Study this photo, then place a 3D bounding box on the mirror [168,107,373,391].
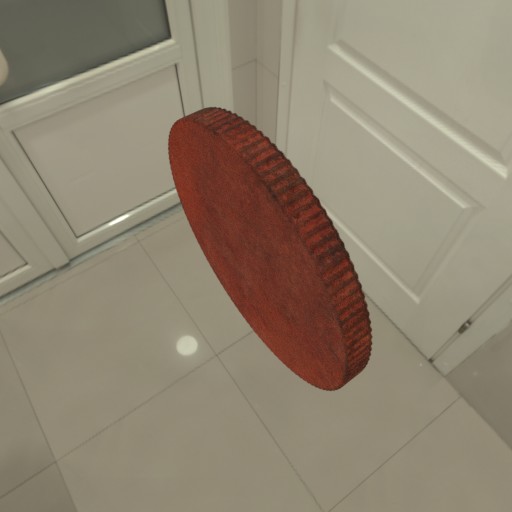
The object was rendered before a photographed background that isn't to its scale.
[{"bbox_3d":[0.000,0.000,0.915,0.056,0.609,0.609,-31,63,-18],"label":"mirror"}]
